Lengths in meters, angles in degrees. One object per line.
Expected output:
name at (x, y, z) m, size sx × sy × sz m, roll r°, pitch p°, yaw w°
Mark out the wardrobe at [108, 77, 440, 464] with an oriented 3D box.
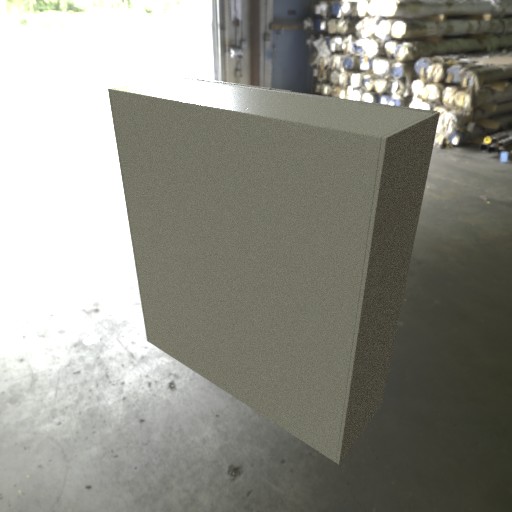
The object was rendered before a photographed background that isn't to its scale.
wardrobe at (0.000, 0.000, 2.862) m, size 1.780 × 1.960 × 0.629 m, roll 22°, pitch 36°, yaw 33°
